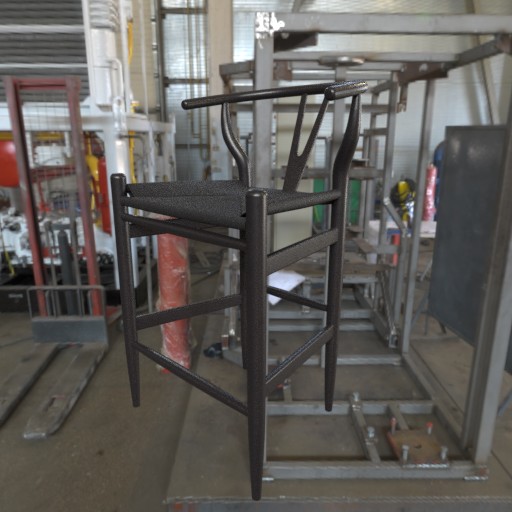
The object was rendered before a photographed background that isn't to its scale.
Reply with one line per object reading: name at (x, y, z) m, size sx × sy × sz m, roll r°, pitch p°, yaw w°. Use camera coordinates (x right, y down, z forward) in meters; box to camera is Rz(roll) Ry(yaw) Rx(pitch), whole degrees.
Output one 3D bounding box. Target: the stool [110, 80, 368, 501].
stool at (0.000, 0.000, 1.275) m, size 0.569 × 0.970 × 0.579 m, roll 14°, pitch 21°, yaw 42°
